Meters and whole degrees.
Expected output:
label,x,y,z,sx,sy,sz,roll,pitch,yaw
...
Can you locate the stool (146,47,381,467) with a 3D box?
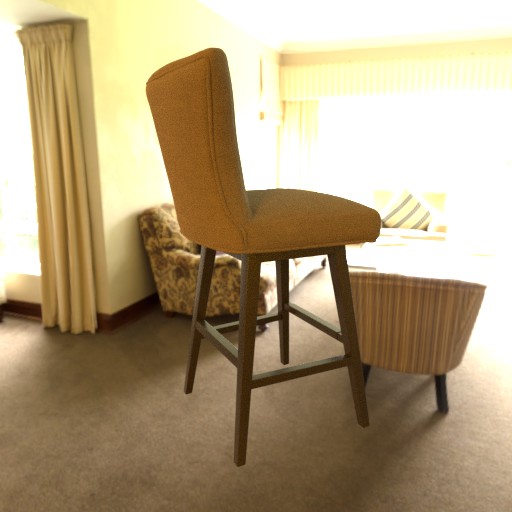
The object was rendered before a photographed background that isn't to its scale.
label,x,y,z,sx,sy,sz,roll,pitch,yaw
stool,0.000,0.000,1.395,0.574,1.086,0.514,-7,15,-27
